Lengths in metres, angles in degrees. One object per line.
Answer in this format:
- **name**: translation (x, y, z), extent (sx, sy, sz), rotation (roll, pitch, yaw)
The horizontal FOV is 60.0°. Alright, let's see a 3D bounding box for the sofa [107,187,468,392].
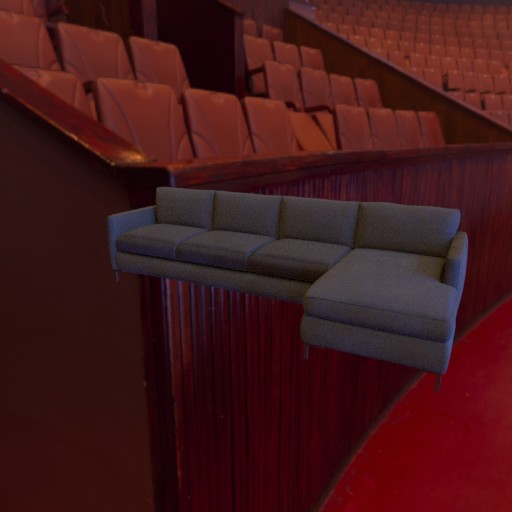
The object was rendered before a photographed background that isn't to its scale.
- **sofa**: translation (0.000, 0.000, 3.195), extent (2.725, 0.756, 1.255), rotation (8, 18, 26)
